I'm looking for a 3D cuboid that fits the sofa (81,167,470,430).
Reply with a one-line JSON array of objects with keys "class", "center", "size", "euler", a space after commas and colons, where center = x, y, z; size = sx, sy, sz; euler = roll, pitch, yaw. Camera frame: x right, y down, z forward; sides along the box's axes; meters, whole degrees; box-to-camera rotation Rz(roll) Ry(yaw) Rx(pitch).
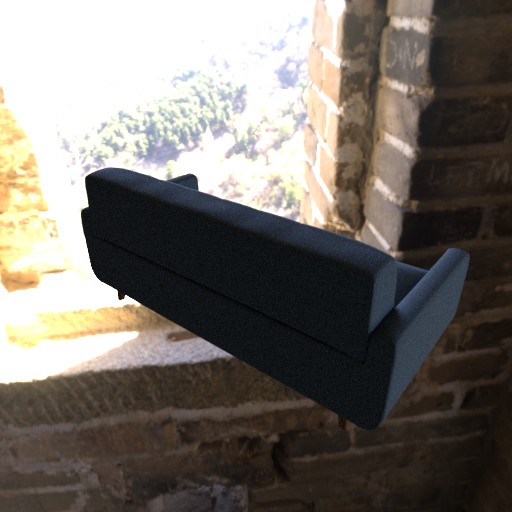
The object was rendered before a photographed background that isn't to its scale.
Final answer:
[{"class": "sofa", "center": [0.000, 0.000, 2.560], "size": [2.055, 0.884, 0.942], "euler": [21, 35, 33]}]
